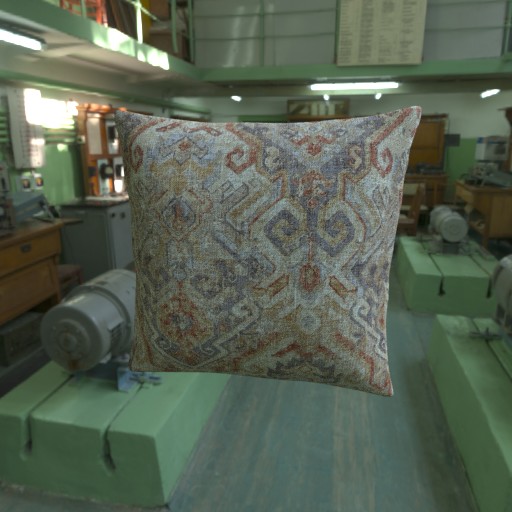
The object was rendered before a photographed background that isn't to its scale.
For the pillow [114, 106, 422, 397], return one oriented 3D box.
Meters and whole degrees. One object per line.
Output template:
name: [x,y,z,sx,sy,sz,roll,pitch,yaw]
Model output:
pillow: [0.000,0.000,0.796,0.523,0.506,0.166,3,15,10]
